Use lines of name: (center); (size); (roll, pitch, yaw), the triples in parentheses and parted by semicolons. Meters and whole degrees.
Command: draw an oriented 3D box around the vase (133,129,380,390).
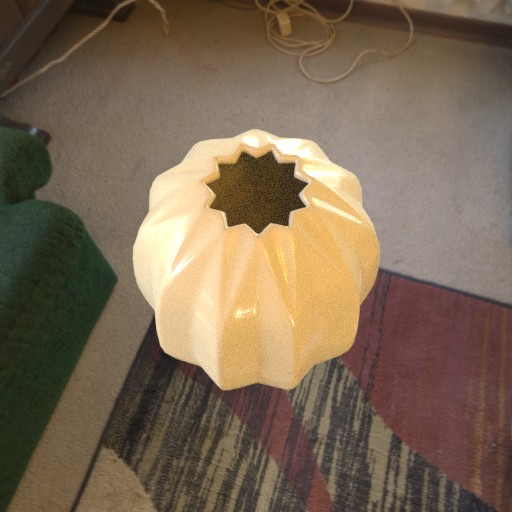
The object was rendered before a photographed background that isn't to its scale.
vase: (0.000, 0.000, 0.253); (0.139, 0.134, 0.139); (0, 62, 0)
